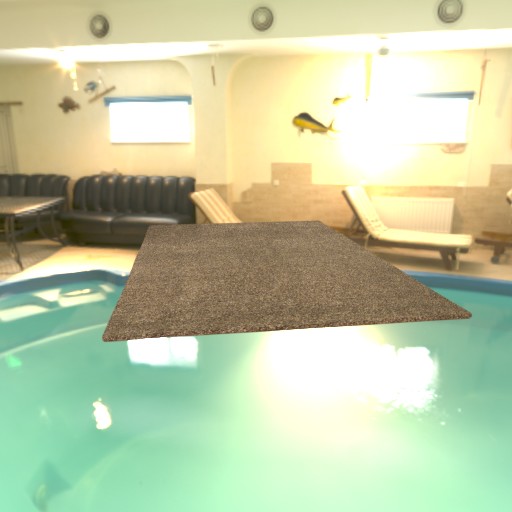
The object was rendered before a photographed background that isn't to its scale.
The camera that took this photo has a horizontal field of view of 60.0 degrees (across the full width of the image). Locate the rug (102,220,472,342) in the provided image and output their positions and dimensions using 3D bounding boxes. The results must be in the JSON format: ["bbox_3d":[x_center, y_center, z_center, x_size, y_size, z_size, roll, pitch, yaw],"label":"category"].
[{"bbox_3d":[0.000,0.000,3.391,1.802,0.026,2.699,-2,15,-8],"label":"rug"}]
